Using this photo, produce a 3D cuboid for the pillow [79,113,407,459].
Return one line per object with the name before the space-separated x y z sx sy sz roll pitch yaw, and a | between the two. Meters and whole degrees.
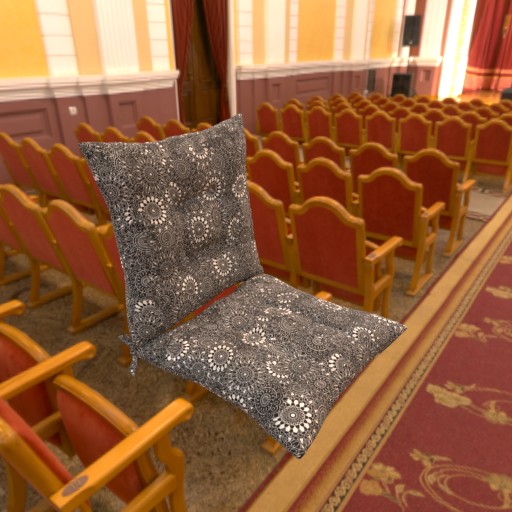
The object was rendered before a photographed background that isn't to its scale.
pillow | 0.000 0.000 1.016 0.585 0.536 0.541 18 31 33
